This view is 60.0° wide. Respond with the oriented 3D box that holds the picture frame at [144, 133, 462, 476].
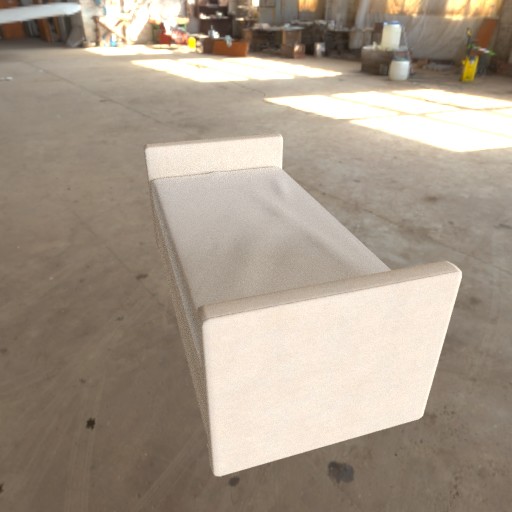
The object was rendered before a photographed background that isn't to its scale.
[{"bbox_3d":[0.000,0.000,2.732,1.069,0.891,2.161,-9,32,-15],"label":"picture frame"}]
